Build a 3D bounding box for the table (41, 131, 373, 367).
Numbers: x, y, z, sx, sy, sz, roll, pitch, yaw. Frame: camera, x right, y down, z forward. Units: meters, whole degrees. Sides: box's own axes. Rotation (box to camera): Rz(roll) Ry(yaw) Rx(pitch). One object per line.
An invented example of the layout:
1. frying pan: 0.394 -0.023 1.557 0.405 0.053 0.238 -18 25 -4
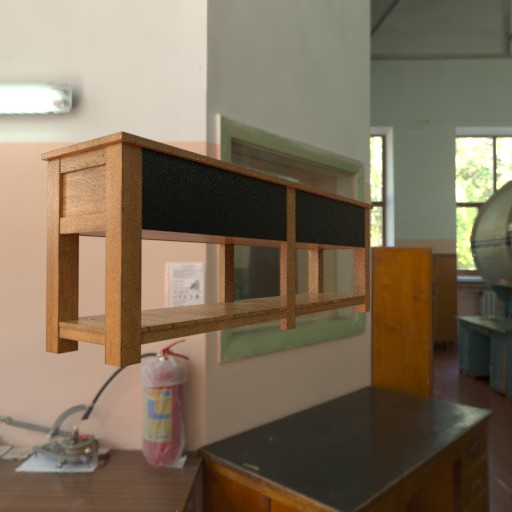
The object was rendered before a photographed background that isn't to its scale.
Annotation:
1. table: 0.000 0.000 2.036 0.425 0.635 1.815 -1 -1 36
